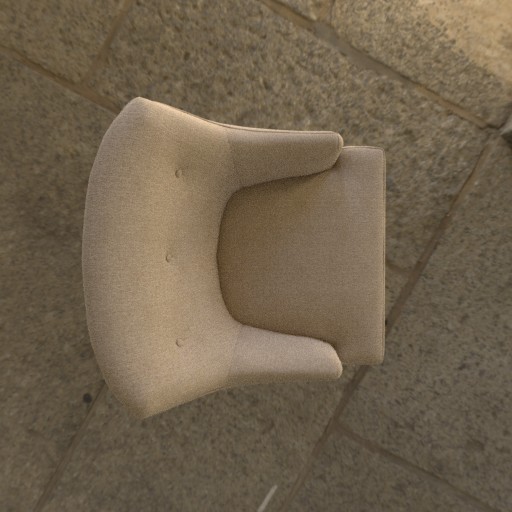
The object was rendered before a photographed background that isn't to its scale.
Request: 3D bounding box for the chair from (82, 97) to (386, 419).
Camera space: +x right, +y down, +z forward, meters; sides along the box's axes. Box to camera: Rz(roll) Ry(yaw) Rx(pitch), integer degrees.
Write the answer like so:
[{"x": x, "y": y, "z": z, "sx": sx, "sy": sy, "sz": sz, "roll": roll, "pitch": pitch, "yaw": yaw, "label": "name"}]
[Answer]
[{"x": 0.000, "y": 0.000, "z": 1.547, "sx": 0.923, "sy": 0.856, "sz": 0.864, "roll": 0, "pitch": 91, "yaw": -1, "label": "chair"}]
